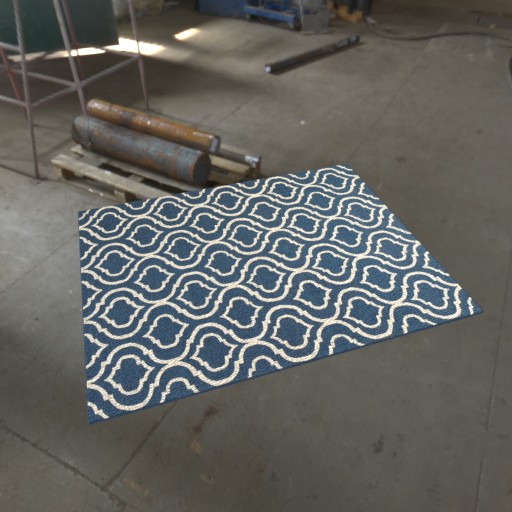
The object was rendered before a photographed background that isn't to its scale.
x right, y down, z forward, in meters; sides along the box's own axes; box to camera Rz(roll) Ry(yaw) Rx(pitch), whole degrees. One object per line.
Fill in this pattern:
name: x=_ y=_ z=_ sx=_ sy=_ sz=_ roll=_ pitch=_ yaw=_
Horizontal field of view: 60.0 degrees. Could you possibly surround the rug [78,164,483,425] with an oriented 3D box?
rug: x=0.000 y=0.000 z=3.814 sx=2.881 sy=0.020 sz=2.270 roll=-12 pitch=44 yaw=-13
